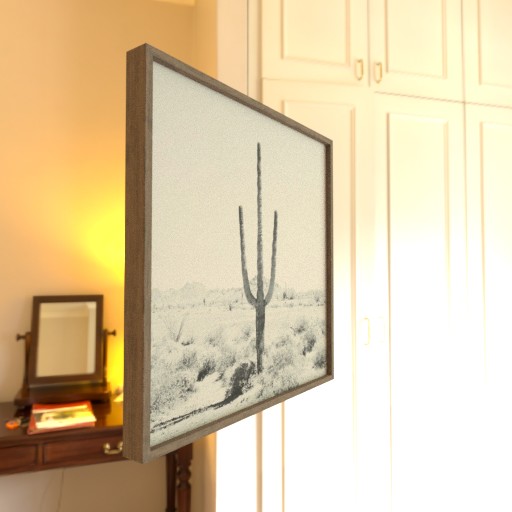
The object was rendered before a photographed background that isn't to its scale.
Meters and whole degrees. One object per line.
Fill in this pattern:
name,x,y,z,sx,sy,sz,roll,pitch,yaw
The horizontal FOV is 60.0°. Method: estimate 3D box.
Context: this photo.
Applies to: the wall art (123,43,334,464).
wall art,0.000,0.000,0.750,0.038,0.508,0.508,-1,-2,36
